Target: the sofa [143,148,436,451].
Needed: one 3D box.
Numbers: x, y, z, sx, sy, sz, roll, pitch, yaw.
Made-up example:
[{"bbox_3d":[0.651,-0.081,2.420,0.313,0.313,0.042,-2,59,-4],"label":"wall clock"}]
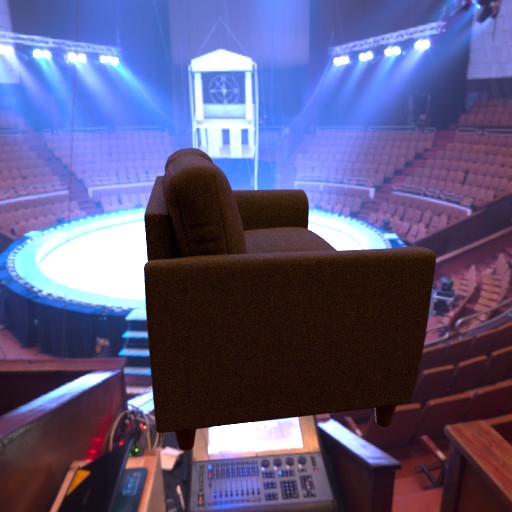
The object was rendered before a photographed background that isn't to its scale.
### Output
[{"bbox_3d":[0.000,0.000,1.921,0.851,0.885,1.423,-3,16,-10],"label":"sofa"}]
